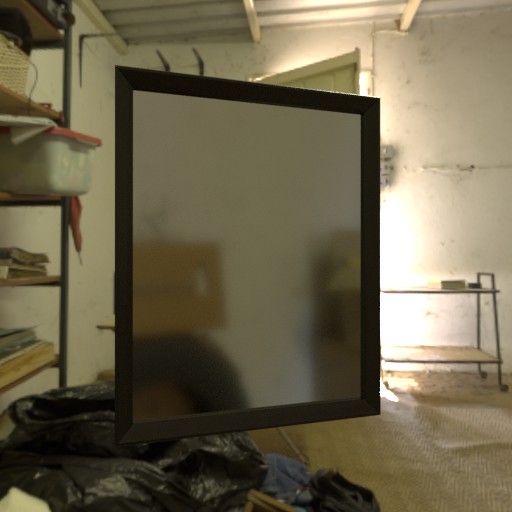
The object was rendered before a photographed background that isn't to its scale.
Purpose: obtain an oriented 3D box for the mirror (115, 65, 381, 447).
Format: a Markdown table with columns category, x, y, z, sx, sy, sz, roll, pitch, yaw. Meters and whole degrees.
| category | x | y | z | sx | sy | sz | roll | pitch | yaw |
| --- | --- | --- | --- | --- | --- | --- | --- | --- | --- |
| mirror | 0.000 | 0.000 | 0.669 | 0.406 | 0.509 | 0.041 | 0 | 0 | -17 |
